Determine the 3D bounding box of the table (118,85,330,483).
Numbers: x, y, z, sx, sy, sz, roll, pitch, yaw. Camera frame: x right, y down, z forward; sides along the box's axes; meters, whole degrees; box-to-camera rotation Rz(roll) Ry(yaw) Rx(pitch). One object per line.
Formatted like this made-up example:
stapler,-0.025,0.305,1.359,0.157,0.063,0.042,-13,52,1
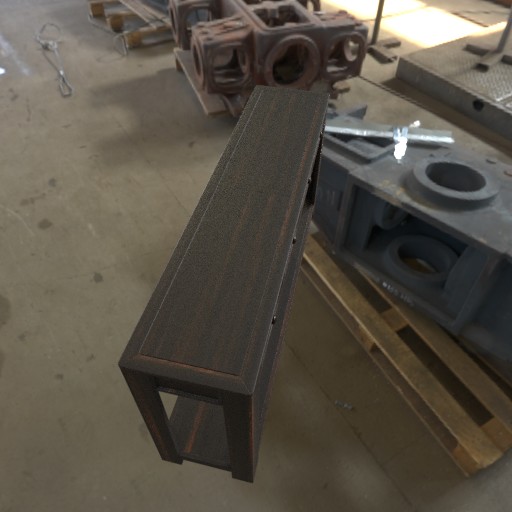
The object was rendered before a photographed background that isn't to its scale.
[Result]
table,0.000,0.000,1.979,0.384,0.762,1.631,10,48,9
